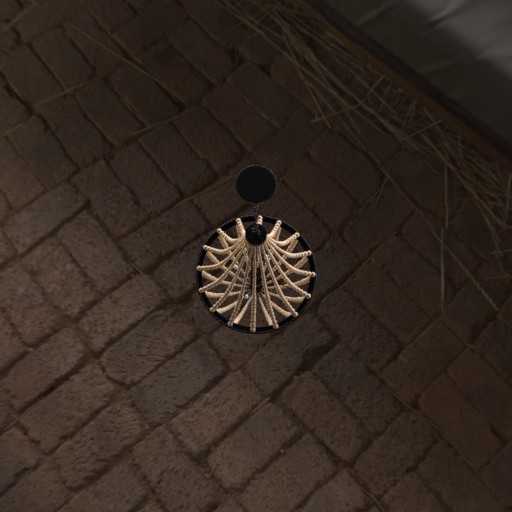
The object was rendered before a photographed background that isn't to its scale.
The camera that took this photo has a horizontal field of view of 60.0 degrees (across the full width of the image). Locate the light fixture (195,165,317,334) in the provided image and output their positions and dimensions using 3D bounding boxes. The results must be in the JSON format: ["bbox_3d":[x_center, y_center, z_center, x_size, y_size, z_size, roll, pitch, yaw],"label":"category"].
[{"bbox_3d":[0.000,0.000,1.403,0.450,1.133,0.450,0,76,0],"label":"light fixture"}]
